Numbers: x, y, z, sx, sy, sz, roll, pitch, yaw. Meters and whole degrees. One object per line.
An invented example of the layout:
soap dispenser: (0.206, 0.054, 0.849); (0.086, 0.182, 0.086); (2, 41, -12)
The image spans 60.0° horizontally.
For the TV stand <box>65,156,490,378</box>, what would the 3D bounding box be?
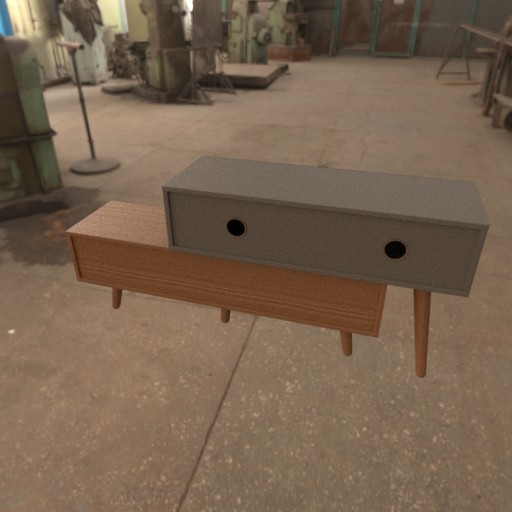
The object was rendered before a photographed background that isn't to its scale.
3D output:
TV stand: (0.000, 0.000, 1.573); (1.336, 0.591, 0.329); (9, 31, 15)
